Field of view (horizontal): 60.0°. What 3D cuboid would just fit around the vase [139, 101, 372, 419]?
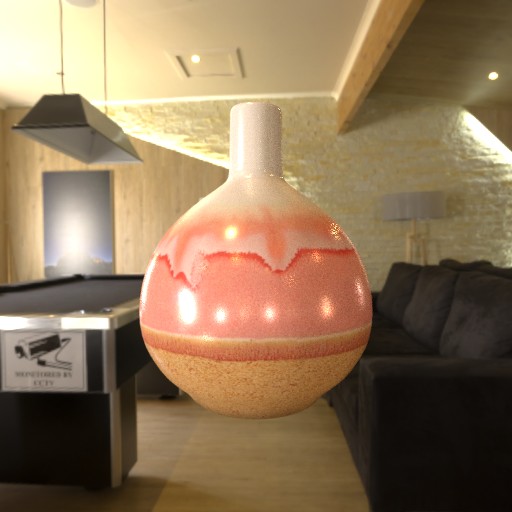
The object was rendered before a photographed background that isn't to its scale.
[{"bbox_3d":[0.000,0.000,0.268,0.137,0.176,0.137,0,2,0],"label":"vase"}]
